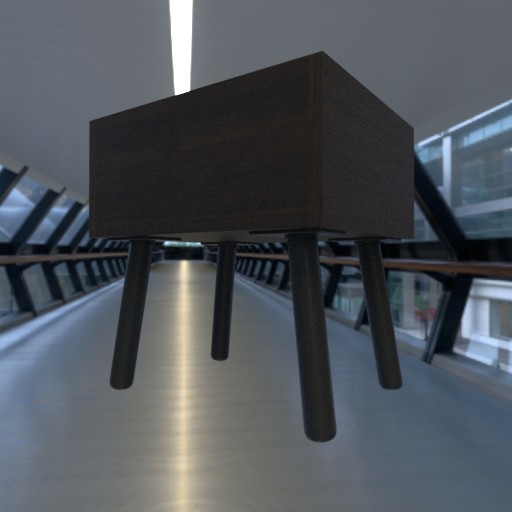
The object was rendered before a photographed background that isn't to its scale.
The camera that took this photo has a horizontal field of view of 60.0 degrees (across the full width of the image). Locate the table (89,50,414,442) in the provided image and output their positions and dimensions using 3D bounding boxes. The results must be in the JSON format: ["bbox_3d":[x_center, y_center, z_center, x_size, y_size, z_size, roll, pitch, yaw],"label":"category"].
[{"bbox_3d":[0.000,0.000,0.791,0.450,0.470,0.370,0,-1,35],"label":"table"}]
